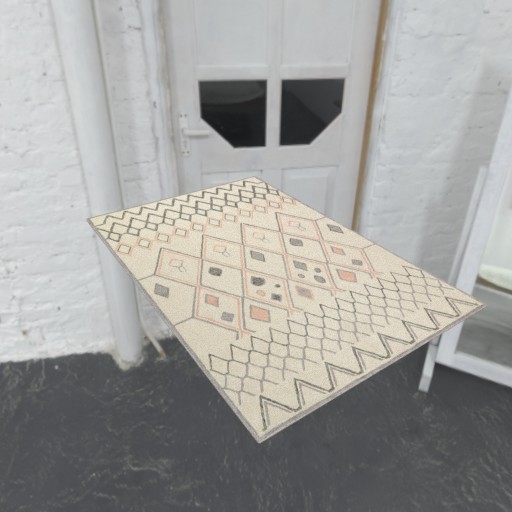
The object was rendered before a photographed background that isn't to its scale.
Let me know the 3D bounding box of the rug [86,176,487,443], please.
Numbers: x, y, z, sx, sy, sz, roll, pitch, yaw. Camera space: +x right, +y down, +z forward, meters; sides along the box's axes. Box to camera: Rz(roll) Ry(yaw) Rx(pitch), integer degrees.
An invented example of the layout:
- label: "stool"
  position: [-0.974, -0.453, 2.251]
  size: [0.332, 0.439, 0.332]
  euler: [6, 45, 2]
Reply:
- label: "rug"
  position: [0.000, 0.000, 2.300]
  size: [1.219, 0.016, 1.829]
  euler: [-20, 37, -28]
